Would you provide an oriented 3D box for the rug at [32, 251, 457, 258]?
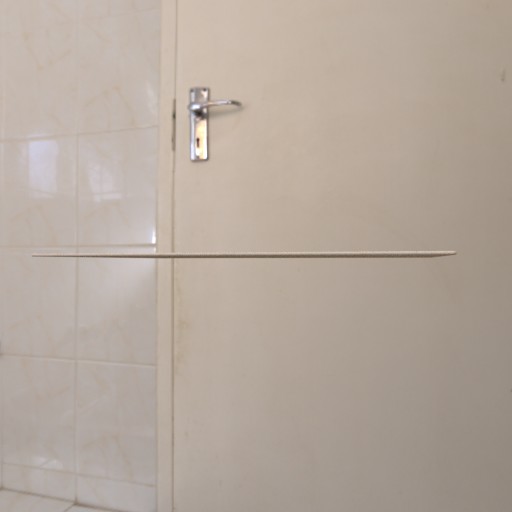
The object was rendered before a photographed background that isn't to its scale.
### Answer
[{"bbox_3d":[0.000,0.000,2.382,1.848,0.014,1.238,0,-1,18],"label":"rug"}]
